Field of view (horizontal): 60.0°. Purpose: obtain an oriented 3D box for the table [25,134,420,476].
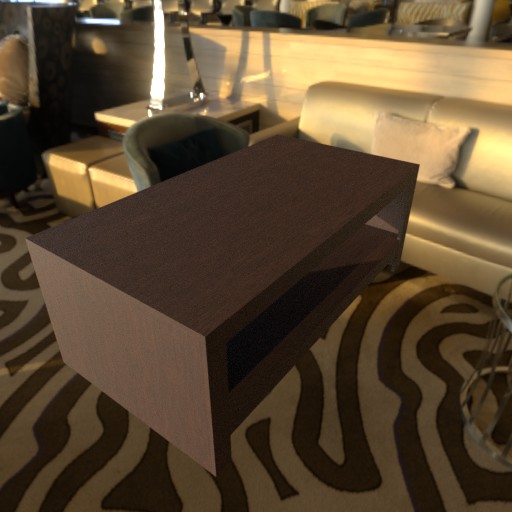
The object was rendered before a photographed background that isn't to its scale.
[{"bbox_3d":[0.000,0.000,1.424,0.597,0.424,1.099,21,38,31],"label":"table"}]
